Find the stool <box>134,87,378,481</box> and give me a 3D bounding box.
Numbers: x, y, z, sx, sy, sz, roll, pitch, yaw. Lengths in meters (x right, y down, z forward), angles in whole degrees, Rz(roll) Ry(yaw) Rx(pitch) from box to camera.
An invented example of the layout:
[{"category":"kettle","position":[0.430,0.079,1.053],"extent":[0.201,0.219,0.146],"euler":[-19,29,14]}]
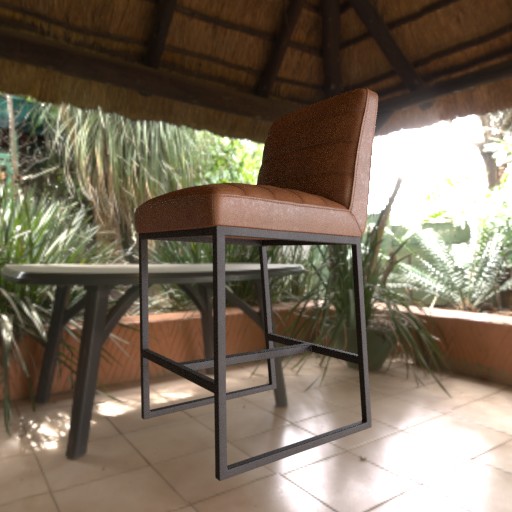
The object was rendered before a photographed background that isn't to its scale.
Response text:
[{"category":"stool","position":[0.000,0.000,1.251],"extent":[0.556,0.940,0.458],"euler":[-1,1,-36]}]
